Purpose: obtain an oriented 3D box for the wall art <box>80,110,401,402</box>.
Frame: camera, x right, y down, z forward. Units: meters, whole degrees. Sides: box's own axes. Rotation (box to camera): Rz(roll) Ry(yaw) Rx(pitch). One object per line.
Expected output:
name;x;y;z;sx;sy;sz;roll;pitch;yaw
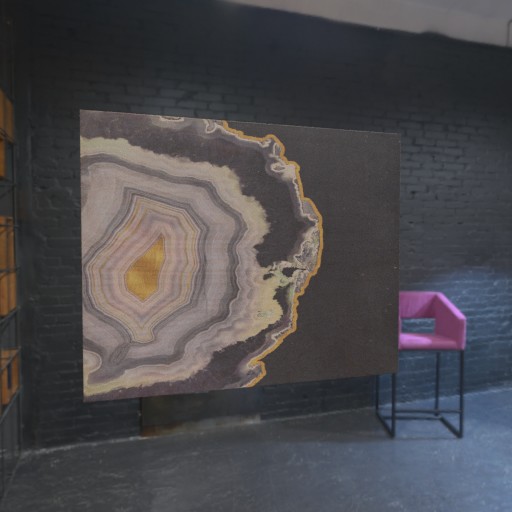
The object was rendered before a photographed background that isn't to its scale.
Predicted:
wall art;0.000;0.000;0.692;0.508;0.408;0.010;-1;2;-16
